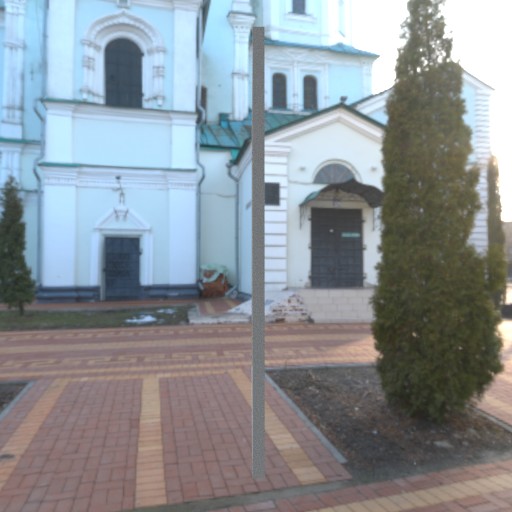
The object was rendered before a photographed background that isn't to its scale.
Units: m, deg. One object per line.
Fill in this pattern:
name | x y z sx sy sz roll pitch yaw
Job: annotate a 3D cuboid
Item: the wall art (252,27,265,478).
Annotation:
wall art | 0.000 0.000 0.677 0.012 0.457 0.457 0 -2 -1
